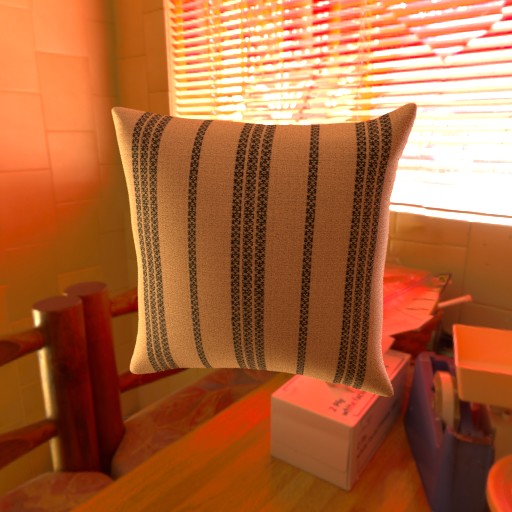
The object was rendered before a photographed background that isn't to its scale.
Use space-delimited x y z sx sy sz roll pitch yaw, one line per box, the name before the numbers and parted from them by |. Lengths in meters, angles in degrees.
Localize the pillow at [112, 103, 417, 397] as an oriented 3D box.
pillow | 0.000 0.000 0.626 0.405 0.406 0.173 2 15 9
